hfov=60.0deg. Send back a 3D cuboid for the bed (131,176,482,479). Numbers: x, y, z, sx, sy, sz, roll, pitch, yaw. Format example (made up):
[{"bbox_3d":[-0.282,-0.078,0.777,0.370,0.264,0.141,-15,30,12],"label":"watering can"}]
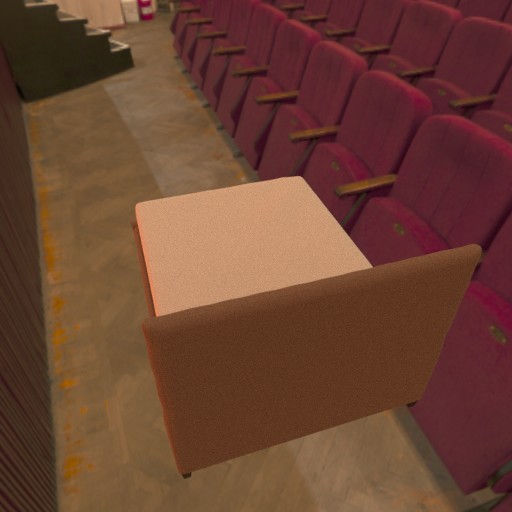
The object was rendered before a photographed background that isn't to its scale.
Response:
[{"bbox_3d":[0.000,0.000,3.253,1.696,1.426,2.233,-12,42,-14],"label":"bed"}]
